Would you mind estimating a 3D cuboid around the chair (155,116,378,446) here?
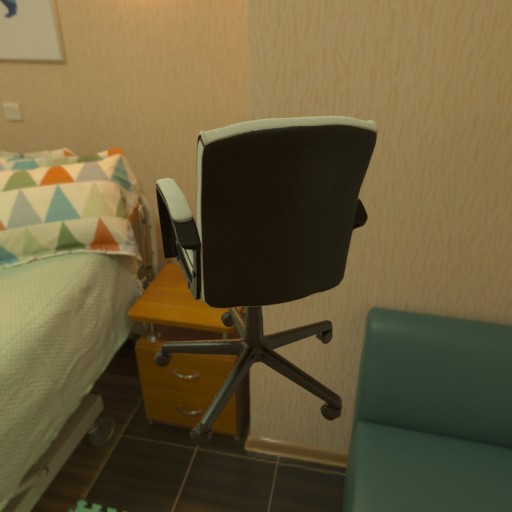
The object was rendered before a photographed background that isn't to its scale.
[{"bbox_3d":[0.000,0.000,1.496,0.739,1.004,0.717,-8,28,-15],"label":"chair"}]
